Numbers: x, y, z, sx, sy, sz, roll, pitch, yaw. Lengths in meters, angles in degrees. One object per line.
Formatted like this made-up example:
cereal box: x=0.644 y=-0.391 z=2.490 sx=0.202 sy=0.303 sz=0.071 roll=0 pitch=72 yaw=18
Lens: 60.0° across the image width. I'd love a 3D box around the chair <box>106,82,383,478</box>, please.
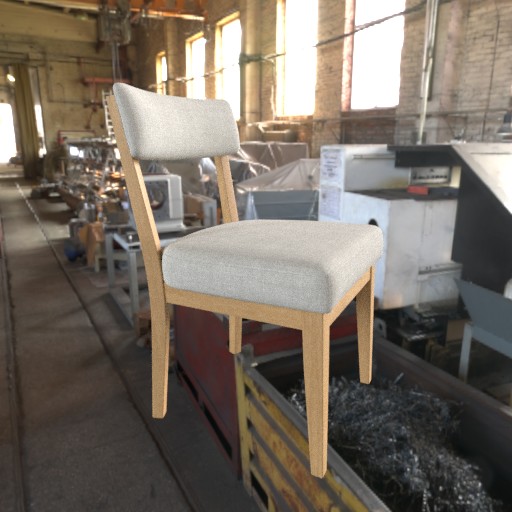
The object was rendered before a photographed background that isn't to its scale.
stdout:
chair: x=0.000 y=0.000 z=1.165 sx=0.572 sy=0.832 sz=0.508 roll=7 pitch=16 yaw=26
